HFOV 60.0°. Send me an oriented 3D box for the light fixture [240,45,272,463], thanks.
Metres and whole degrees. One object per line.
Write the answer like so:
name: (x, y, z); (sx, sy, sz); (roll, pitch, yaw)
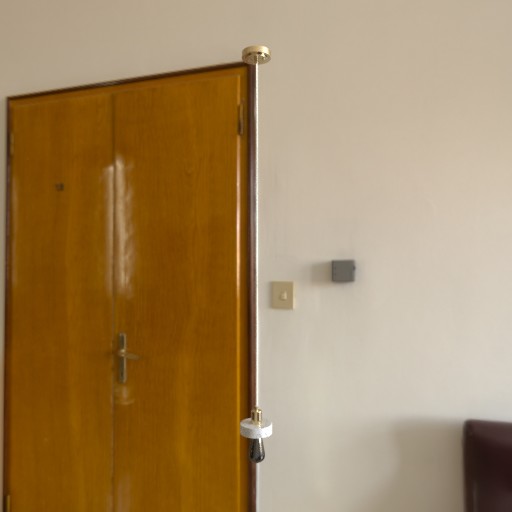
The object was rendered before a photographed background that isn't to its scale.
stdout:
light fixture: (0.000, 0.000, 1.804); (0.129, 1.669, 0.129); (0, -1, -17)
